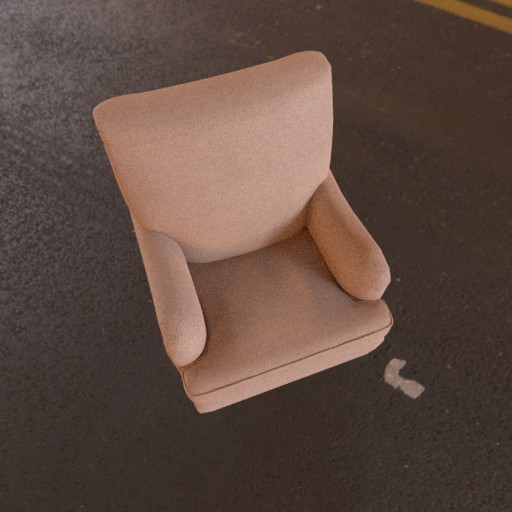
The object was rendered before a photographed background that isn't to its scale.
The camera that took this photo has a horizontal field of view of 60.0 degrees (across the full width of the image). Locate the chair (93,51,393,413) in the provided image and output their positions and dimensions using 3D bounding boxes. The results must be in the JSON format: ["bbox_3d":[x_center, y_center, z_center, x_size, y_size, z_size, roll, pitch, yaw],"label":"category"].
[{"bbox_3d":[0.000,0.000,1.825,0.879,1.119,0.953,-18,63,-9],"label":"chair"}]
